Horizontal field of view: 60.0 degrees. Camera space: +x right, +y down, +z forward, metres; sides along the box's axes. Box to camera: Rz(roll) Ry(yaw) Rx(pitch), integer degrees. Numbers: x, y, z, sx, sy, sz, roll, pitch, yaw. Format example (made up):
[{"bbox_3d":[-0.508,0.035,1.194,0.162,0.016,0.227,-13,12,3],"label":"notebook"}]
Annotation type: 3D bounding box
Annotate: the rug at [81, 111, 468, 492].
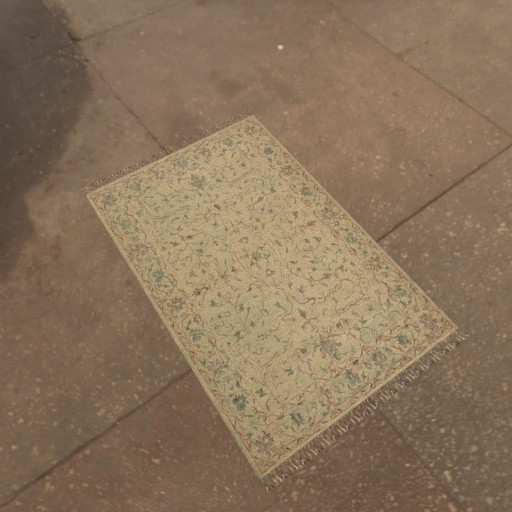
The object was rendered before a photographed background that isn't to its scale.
[{"bbox_3d":[0.000,0.000,3.031,1.544,0.010,2.435,-30,64,-17],"label":"rug"}]
